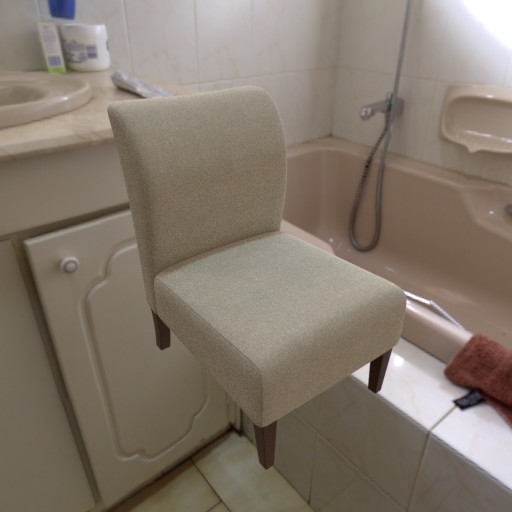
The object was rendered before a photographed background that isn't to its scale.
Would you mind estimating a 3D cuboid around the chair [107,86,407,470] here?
[{"bbox_3d":[0.000,0.000,1.319,0.521,0.833,0.754,-20,35,-31],"label":"chair"}]
